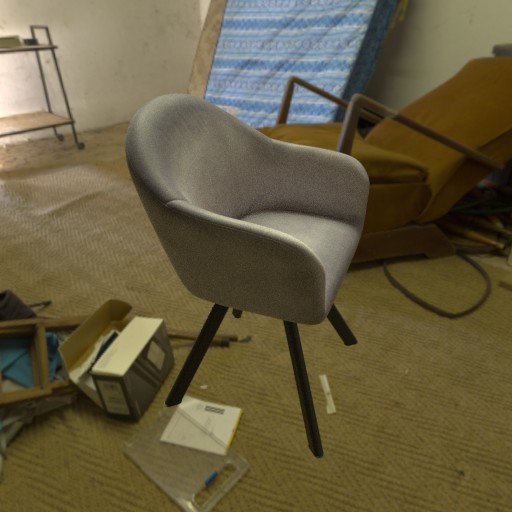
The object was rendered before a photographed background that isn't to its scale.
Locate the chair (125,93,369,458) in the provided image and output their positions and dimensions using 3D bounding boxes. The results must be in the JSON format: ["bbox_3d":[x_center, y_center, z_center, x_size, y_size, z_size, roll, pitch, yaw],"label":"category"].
[{"bbox_3d":[0.000,0.000,1.172,0.540,0.780,0.570,11,31,19],"label":"chair"}]
